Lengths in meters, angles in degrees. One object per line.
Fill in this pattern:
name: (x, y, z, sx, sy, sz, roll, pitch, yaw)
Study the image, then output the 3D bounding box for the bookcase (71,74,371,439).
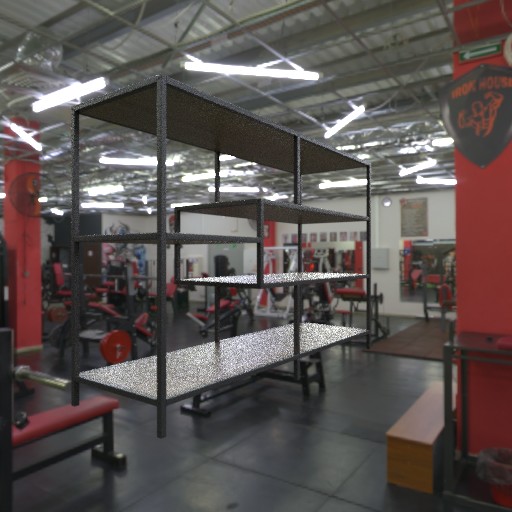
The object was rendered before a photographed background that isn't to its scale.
bookcase: (0.000, 0.000, 1.506, 0.350, 0.780, 1.140, 0, 0, 37)
